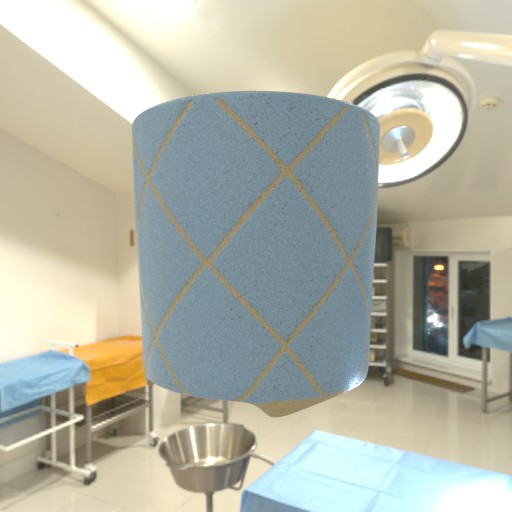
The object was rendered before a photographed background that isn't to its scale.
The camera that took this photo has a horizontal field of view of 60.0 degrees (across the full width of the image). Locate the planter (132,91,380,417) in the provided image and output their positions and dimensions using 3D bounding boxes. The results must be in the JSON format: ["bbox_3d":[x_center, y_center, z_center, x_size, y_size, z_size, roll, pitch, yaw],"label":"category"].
[{"bbox_3d":[0.000,0.000,0.423,0.227,0.235,0.227,0,1,0],"label":"planter"}]
